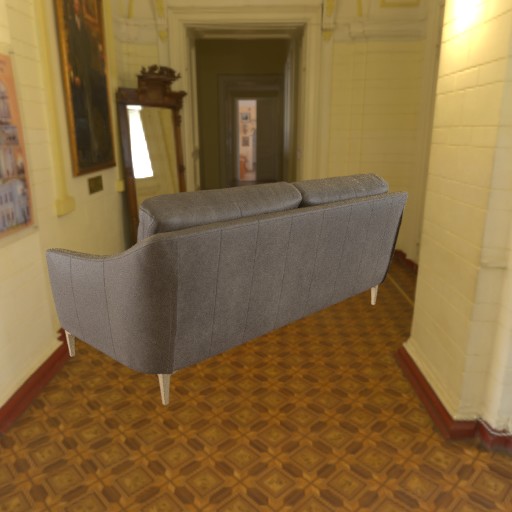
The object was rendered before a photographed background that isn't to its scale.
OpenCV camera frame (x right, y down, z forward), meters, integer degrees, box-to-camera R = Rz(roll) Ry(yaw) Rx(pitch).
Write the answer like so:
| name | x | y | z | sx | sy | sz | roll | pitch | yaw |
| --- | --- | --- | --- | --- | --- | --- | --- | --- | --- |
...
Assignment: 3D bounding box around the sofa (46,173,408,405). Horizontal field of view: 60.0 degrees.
| name | x | y | z | sx | sy | sz | roll | pitch | yaw |
| --- | --- | --- | --- | --- | --- | --- | --- | --- | --- |
| sofa | 0.000 | 0.000 | 2.596 | 2.036 | 0.902 | 0.960 | -14 | 21 | -42 |
